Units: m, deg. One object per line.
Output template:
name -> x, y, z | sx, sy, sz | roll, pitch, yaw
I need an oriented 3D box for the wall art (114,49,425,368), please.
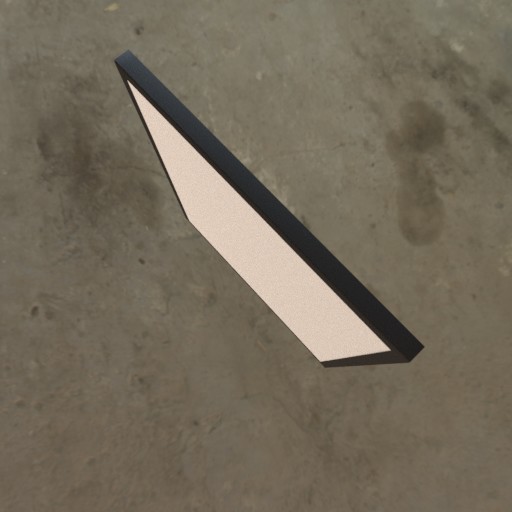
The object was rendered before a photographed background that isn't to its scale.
wall art -> 0.000, 0.000, 0.685 | 0.021, 0.509, 0.430 | -42, 79, -10
